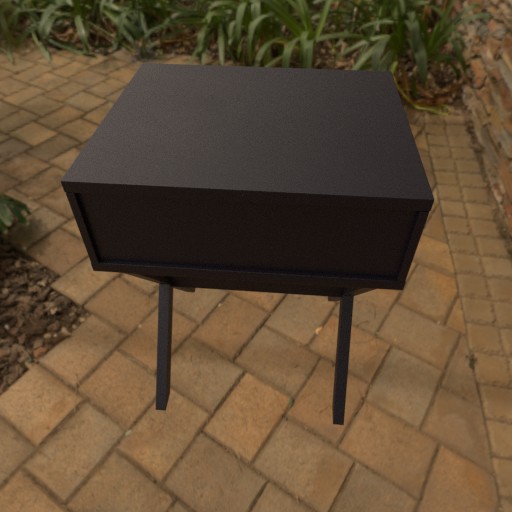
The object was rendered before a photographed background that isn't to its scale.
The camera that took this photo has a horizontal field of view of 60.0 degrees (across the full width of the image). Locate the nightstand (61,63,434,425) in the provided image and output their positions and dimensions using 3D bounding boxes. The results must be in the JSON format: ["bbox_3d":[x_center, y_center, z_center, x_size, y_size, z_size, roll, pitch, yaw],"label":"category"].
[{"bbox_3d":[0.000,0.000,0.924,0.479,0.623,0.402,3,44,3],"label":"nightstand"}]
